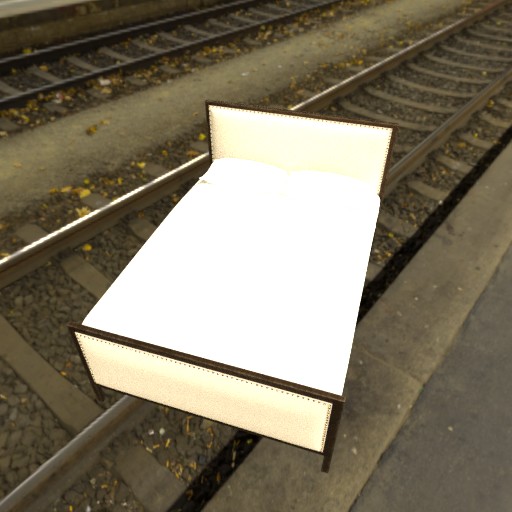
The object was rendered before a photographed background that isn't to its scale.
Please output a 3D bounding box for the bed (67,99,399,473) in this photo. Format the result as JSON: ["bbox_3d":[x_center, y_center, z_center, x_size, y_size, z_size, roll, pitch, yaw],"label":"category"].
[{"bbox_3d":[0.000,0.000,3.222,1.607,1.313,2.221,12,42,14],"label":"bed"}]
